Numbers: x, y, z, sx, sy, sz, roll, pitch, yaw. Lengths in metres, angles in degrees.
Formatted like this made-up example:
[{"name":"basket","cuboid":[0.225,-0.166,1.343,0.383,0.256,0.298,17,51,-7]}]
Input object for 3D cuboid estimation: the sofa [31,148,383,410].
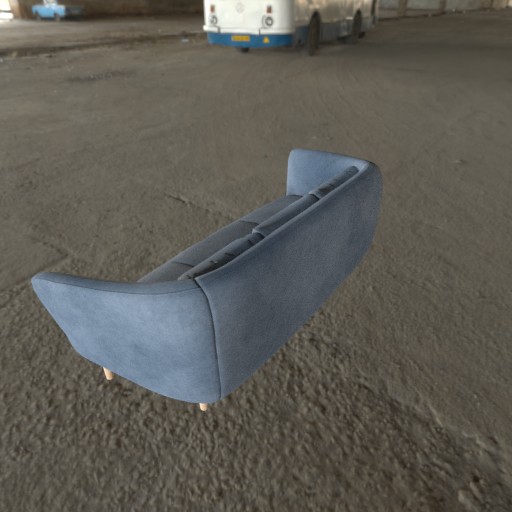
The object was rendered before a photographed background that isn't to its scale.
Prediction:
[{"name":"sofa","cuboid":[0.000,0.000,2.496,0.849,0.795,2.095,20,36,30]}]
